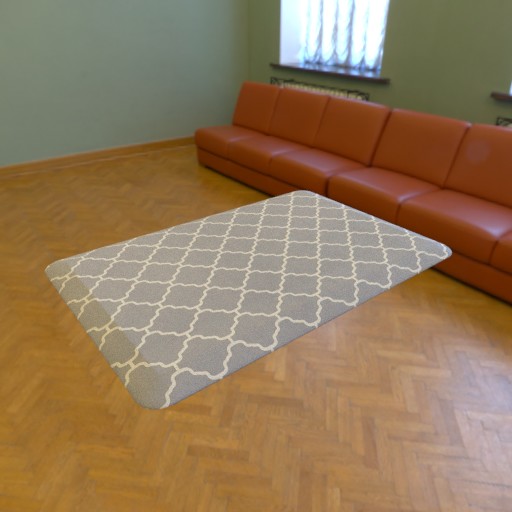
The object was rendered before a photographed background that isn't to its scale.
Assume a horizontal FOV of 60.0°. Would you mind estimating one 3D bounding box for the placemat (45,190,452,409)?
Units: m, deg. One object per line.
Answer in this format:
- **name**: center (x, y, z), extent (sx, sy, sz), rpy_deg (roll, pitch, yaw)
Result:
- **placemat**: center (0.000, 0.000, 0.964), extent (0.762, 0.021, 0.508), rpy_deg (-21, 35, -33)
